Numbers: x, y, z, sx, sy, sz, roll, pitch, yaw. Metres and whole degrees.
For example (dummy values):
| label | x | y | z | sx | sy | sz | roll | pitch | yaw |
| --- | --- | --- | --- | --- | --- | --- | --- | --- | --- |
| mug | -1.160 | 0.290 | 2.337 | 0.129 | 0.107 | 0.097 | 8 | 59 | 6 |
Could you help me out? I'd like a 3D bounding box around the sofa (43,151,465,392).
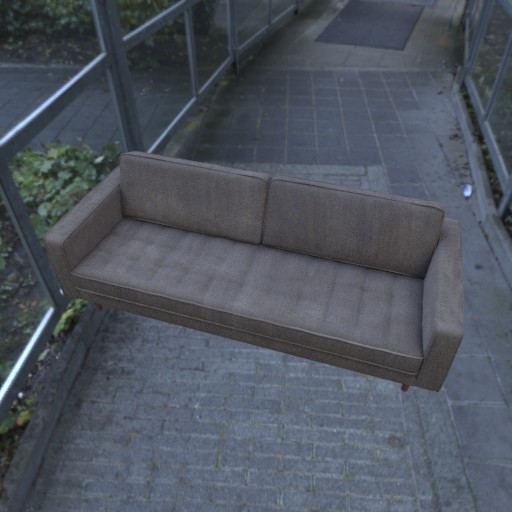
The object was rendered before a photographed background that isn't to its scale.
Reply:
| label | x | y | z | sx | sy | sz | roll | pitch | yaw |
| --- | --- | --- | --- | --- | --- | --- | --- | --- | --- |
| sofa | 0.000 | 0.000 | 2.654 | 2.295 | 0.813 | 0.923 | 12 | 43 | 13 |
